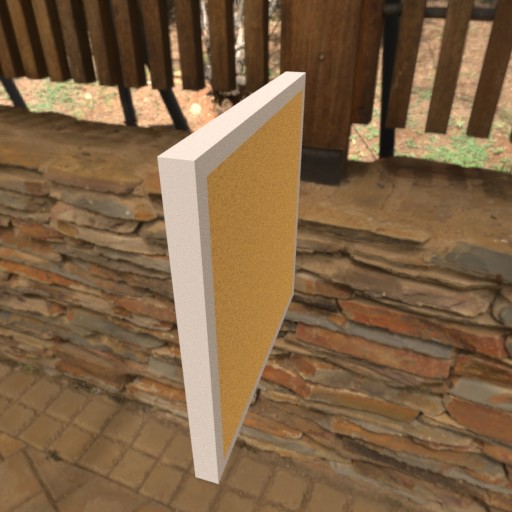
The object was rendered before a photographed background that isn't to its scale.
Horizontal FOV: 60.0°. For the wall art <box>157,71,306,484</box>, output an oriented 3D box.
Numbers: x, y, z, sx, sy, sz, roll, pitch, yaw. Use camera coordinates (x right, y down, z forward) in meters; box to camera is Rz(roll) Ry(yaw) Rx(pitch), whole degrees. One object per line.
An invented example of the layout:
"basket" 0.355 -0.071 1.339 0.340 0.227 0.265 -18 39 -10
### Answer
"wall art" 0.000 0.000 1.911 0.098 1.291 1.289 9 33 15
